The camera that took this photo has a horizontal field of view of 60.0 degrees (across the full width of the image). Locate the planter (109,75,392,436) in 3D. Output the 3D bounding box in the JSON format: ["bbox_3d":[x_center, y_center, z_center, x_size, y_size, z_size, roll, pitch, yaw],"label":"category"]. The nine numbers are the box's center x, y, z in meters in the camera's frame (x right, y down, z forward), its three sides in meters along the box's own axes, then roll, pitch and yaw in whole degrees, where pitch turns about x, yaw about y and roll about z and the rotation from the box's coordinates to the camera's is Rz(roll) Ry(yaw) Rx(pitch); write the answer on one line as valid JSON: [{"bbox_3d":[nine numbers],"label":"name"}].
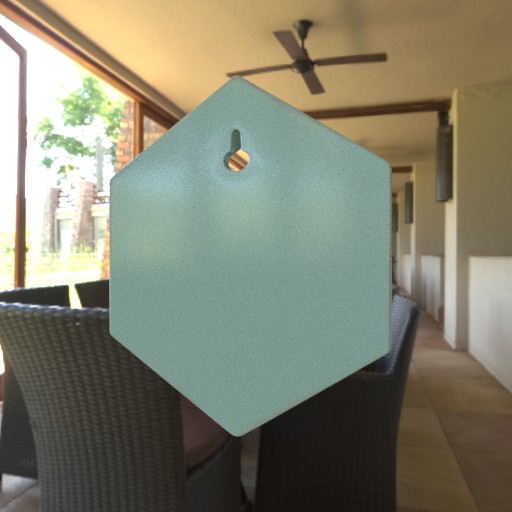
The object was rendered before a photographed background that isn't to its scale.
[{"bbox_3d":[0.000,0.000,0.289,0.169,0.207,0.078,0,0,17],"label":"planter"}]
